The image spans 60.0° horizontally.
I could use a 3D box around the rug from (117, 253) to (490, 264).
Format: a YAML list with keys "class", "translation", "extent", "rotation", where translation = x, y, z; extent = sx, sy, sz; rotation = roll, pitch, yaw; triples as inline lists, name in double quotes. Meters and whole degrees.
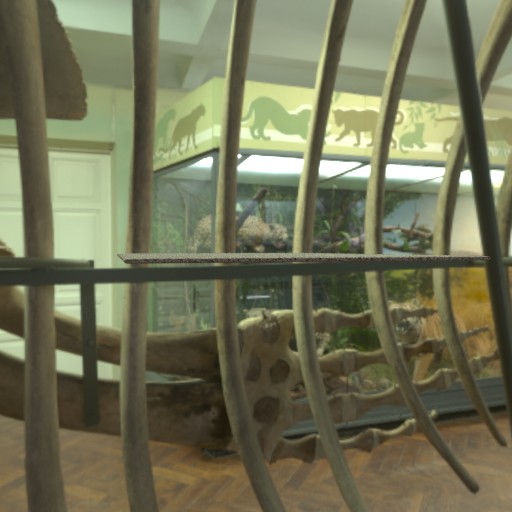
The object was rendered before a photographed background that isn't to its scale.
- class: "rug"
  translation: [0.000, 0.000, 4.128]
  extent: [2.438, 0.029, 3.047]
  rotation: [0, 1, -18]
